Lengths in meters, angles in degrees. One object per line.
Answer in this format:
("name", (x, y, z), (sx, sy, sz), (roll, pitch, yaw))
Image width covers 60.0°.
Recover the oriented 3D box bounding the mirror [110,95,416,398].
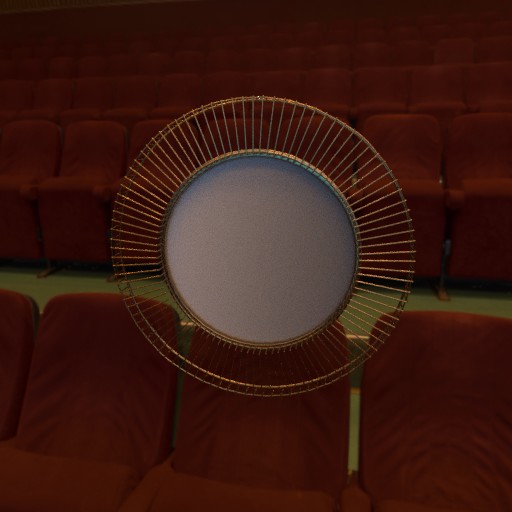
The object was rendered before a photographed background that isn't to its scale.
("mirror", (0.000, 0.000, 1.035), (0.703, 0.703, 0.067), (3, 14, 10))
